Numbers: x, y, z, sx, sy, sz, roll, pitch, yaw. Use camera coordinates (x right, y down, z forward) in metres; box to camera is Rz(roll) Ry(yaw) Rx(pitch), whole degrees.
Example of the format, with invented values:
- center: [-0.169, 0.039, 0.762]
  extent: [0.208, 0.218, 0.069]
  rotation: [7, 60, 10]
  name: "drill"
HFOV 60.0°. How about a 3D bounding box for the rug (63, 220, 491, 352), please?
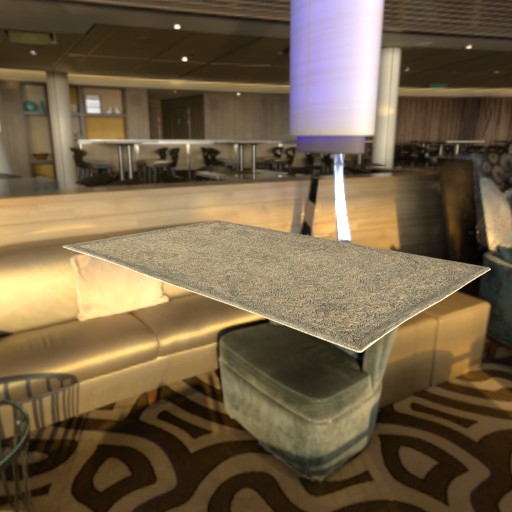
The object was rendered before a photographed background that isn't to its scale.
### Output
- center: [0.000, 0.000, 2.989]
  extent: [2.498, 0.022, 1.535]
  rotation: [13, 19, 42]
  name: "rug"
